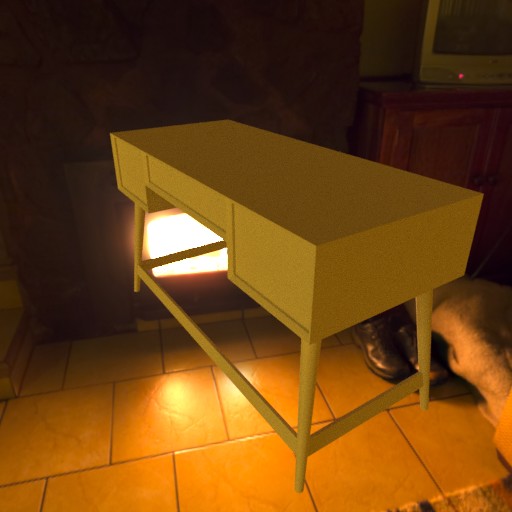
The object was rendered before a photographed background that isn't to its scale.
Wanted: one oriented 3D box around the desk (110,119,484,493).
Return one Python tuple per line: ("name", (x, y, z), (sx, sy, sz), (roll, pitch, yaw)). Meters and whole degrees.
("desk", (0.000, 0.000, 1.678), (0.589, 0.762, 1.313), (-17, 31, -30))
